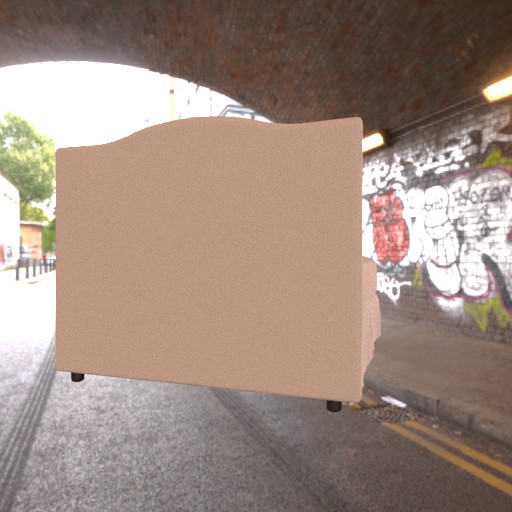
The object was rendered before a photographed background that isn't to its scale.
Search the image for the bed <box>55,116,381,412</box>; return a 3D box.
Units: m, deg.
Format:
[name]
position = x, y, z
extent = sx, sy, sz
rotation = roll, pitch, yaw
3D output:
[bed]
position = 0.000, 0.000, 3.290
extent = 1.753, 1.460, 2.143
rotation = 0, 0, 19
